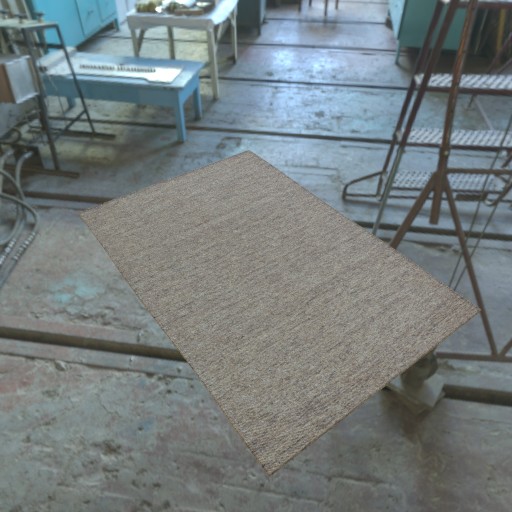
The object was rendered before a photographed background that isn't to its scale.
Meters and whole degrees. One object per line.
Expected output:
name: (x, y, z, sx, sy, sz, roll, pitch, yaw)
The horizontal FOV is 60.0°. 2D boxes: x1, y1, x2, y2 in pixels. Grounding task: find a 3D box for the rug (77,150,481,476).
rug: (0.000, 0.000, 2.884, 1.547, 0.013, 2.283, -27, 49, -26)
